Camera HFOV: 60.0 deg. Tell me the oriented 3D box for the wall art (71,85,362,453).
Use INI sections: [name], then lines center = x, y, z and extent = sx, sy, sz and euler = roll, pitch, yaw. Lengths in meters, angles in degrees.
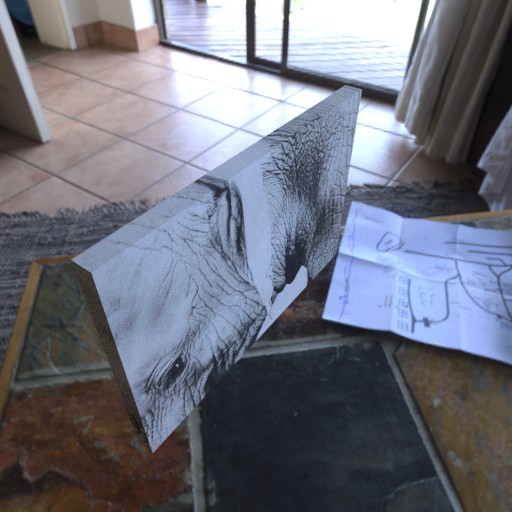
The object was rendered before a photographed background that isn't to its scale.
[wall art]
center = 0.000, 0.000, 0.780
extent = 0.035, 0.407, 0.613
euler = 26, 48, 26
